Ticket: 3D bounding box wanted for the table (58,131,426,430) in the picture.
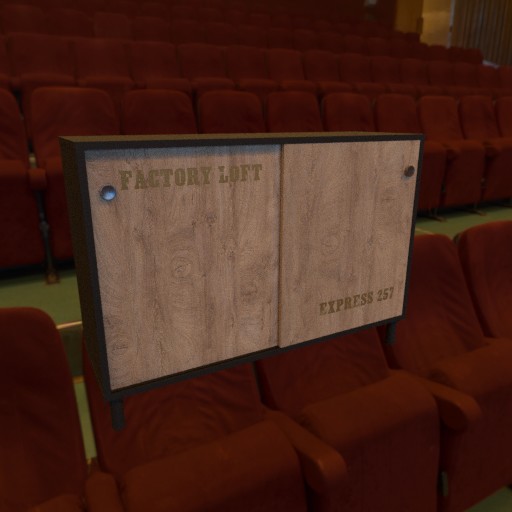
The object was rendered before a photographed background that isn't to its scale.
[{"bbox_3d":[0.000,0.000,1.626,1.200,0.855,0.400,-9,19,-27],"label":"table"}]
